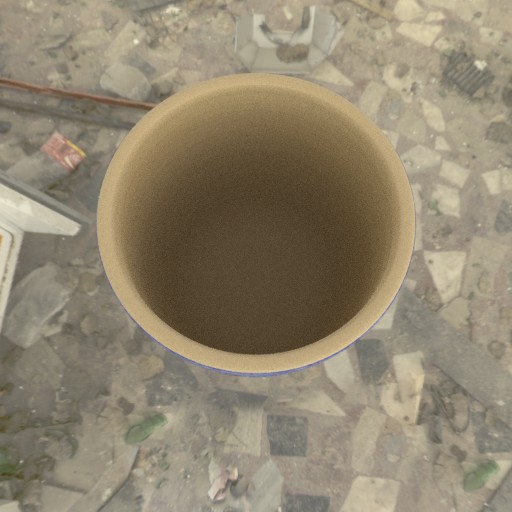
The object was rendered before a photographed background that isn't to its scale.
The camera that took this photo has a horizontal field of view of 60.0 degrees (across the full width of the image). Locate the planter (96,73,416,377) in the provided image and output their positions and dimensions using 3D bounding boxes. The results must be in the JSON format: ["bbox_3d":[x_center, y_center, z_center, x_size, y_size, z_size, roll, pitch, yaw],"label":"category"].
[{"bbox_3d":[0.000,0.000,0.349,0.184,0.206,0.184,0,75,0],"label":"planter"}]
